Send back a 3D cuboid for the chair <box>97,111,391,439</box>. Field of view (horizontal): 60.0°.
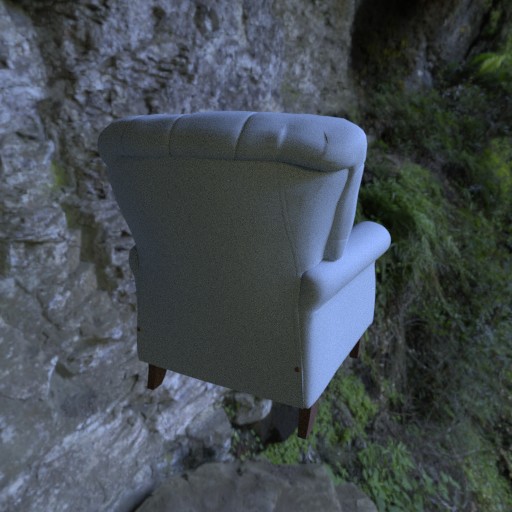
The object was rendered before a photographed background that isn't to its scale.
[{"bbox_3d":[0.000,0.000,2.035,1.090,1.217,1.128,8,16,27],"label":"chair"}]
